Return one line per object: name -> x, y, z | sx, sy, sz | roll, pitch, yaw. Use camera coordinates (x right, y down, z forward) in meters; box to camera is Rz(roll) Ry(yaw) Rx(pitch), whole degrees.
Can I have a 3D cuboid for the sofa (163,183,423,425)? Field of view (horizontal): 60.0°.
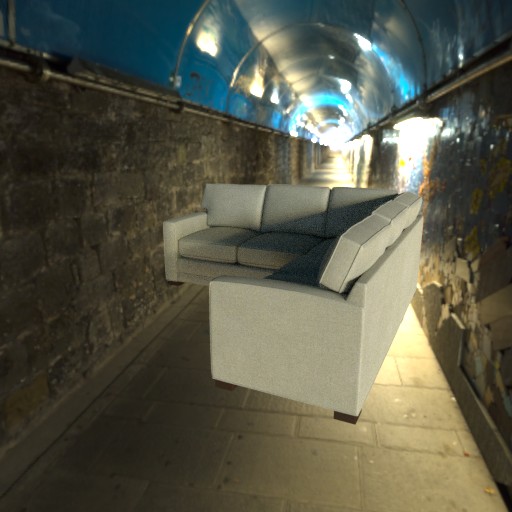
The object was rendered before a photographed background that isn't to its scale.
sofa -> 0.000, 0.000, 3.398 | 2.188, 0.936, 2.211 | 7, 16, 25
